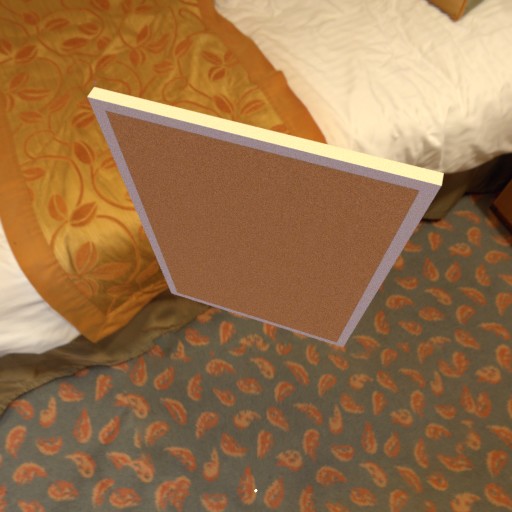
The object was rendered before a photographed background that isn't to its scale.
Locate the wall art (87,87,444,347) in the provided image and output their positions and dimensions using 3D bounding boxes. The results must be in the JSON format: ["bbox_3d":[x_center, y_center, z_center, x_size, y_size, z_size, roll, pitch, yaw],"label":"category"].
[{"bbox_3d":[0.000,0.000,0.555,0.303,0.433,0.013,16,63,8],"label":"wall art"}]
